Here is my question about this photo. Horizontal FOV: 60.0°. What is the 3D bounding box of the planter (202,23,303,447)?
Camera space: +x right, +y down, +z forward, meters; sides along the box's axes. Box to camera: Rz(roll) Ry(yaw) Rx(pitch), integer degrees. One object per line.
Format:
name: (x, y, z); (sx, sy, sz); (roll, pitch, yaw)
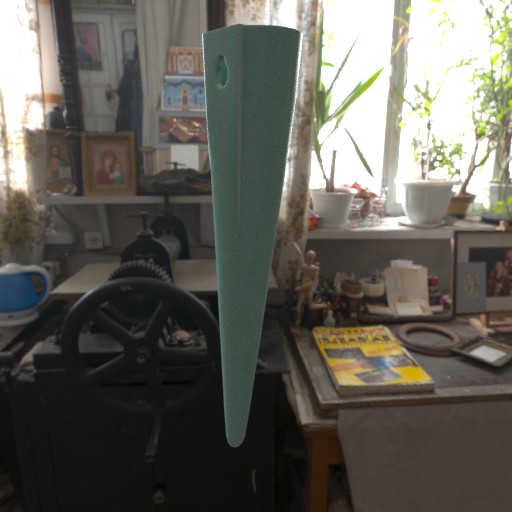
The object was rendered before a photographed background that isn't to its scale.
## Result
planter: (0.000, 0.000, 0.293); (0.055, 0.268, 0.054); (-14, 20, -43)
